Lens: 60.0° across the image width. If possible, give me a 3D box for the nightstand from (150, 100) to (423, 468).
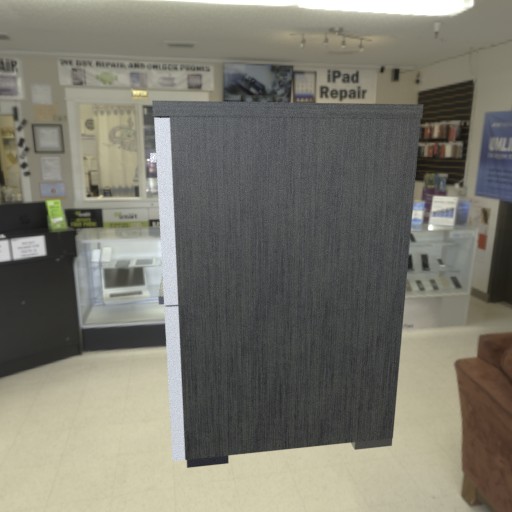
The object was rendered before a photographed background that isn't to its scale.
[{"bbox_3d":[0.000,0.000,0.759,0.325,0.460,0.441,-2,14,-9],"label":"nightstand"}]
